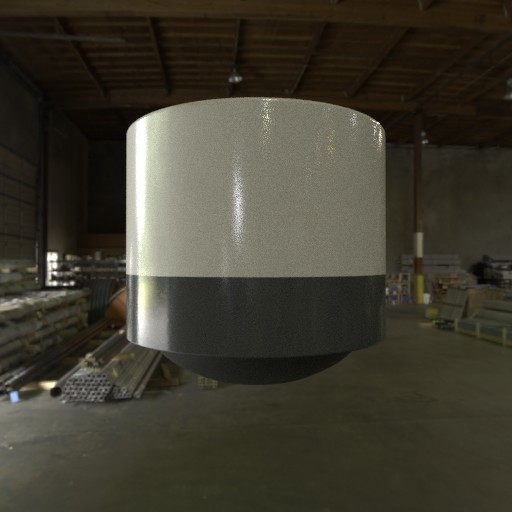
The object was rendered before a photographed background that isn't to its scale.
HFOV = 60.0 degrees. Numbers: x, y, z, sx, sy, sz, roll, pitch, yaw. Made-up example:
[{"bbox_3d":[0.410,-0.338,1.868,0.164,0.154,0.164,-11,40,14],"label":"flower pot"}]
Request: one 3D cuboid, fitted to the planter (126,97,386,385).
[{"bbox_3d":[0.000,0.000,0.343,0.193,0.177,0.193,0,-1,0],"label":"planter"}]
